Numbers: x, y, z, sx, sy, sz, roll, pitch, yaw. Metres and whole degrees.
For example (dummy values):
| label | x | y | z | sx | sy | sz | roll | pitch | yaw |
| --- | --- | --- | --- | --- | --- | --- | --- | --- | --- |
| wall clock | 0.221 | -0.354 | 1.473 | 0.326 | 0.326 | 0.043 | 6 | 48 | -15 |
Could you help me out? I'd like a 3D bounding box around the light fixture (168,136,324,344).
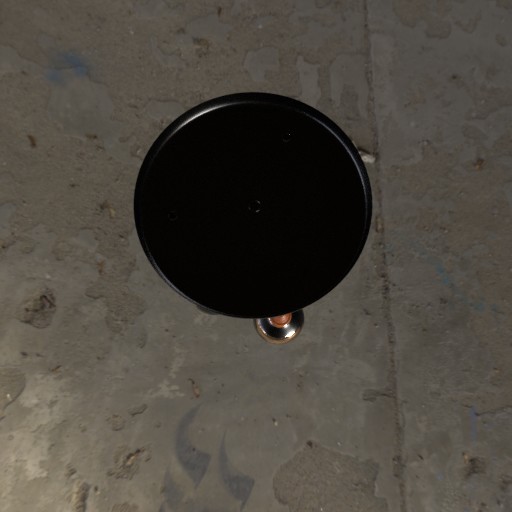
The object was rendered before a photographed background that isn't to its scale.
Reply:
| label | x | y | z | sx | sy | sz | roll | pitch | yaw |
| --- | --- | --- | --- | --- | --- | --- | --- | --- | --- |
| light fixture | 0.000 | 0.000 | 1.726 | 0.608 | 1.410 | 0.605 | 19 | 78 | 4 |
